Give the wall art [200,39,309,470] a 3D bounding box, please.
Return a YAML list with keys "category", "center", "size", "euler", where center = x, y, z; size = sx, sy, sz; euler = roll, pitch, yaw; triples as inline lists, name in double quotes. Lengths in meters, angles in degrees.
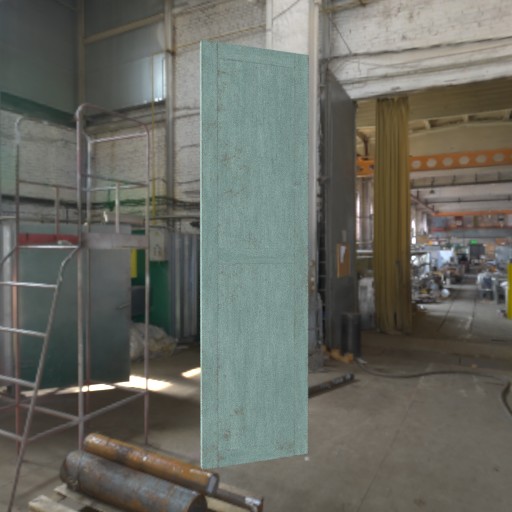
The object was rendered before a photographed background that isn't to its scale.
- category: "wall art"
  center: [0.000, 0.000, 1.316]
  size: [0.329, 1.219, 0.025]
  euler: [0, 1, -18]
